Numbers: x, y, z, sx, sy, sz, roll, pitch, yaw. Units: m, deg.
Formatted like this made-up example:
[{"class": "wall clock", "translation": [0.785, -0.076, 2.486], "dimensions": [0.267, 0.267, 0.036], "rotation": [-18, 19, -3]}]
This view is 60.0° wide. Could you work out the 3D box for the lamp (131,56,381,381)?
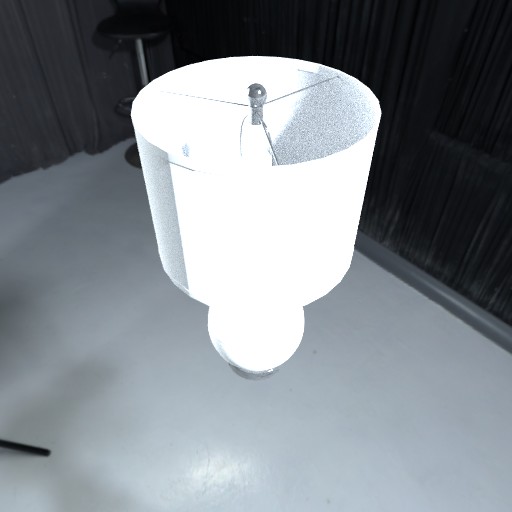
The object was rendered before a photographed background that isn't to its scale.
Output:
[{"class": "lamp", "translation": [0.000, 0.000, 0.858], "dimensions": [0.357, 0.673, 0.357], "rotation": [-30, 51, -28]}]
